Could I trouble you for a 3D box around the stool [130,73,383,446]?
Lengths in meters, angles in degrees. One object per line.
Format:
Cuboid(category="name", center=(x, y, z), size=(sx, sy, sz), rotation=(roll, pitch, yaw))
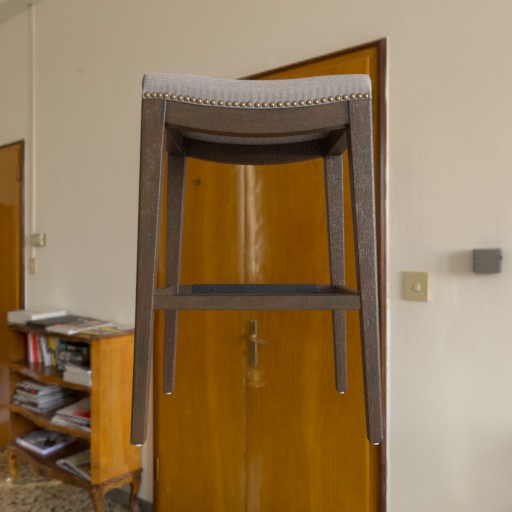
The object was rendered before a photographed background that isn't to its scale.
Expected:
Cuboid(category="stool", center=(0.000, 0.000, 1.064), size=(0.508, 0.762, 0.356), rotation=(0, 0, -1))
